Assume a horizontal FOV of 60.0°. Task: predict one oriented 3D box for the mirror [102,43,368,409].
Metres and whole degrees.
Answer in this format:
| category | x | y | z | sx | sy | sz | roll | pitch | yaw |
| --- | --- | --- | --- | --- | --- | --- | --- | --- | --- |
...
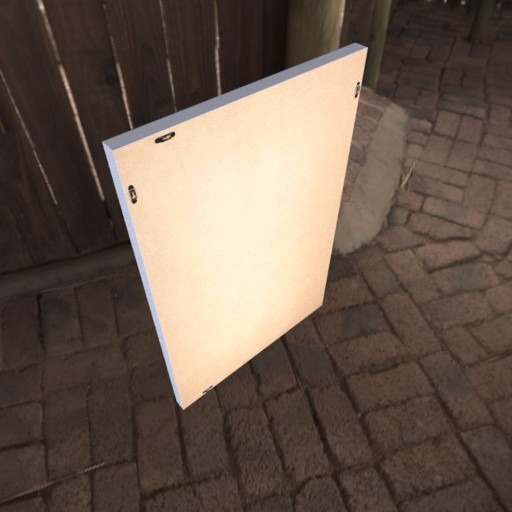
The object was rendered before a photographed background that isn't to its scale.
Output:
| category | x | y | z | sx | sy | sz | roll | pitch | yaw |
| --- | --- | --- | --- | --- | --- | --- | --- | --- | --- |
| mirror | 0.000 | 0.000 | 1.160 | 0.609 | 0.914 | 0.041 | -32 | 54 | -27 |
